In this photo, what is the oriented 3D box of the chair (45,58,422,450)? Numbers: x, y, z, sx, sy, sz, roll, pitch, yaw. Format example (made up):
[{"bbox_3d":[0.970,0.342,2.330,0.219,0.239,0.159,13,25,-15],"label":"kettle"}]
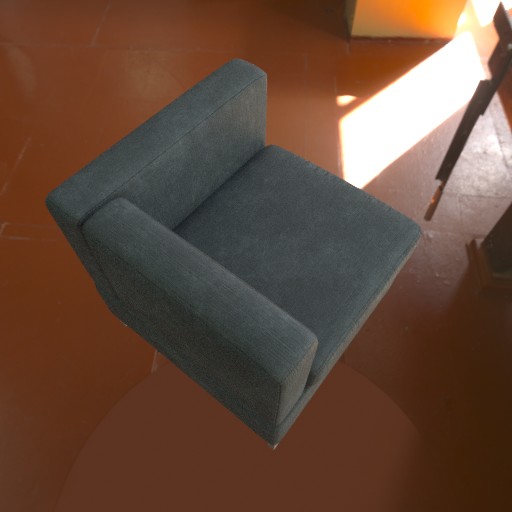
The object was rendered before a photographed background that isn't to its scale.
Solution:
[{"bbox_3d":[0.000,0.000,1.234,0.680,0.660,0.680,34,64,19],"label":"chair"}]
